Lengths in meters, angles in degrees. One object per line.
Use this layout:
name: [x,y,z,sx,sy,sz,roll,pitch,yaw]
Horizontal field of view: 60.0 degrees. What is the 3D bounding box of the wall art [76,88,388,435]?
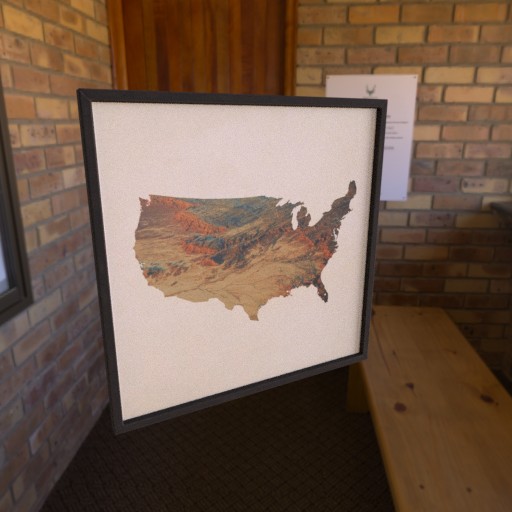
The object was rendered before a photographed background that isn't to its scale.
wall art: [0.000,0.000,0.444,0.304,0.303,0.015,-8,18,-26]
